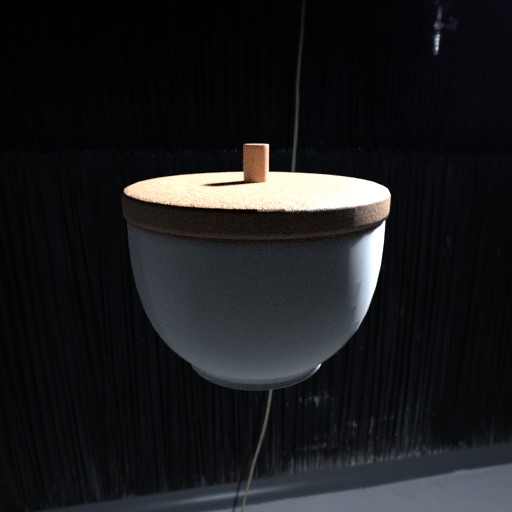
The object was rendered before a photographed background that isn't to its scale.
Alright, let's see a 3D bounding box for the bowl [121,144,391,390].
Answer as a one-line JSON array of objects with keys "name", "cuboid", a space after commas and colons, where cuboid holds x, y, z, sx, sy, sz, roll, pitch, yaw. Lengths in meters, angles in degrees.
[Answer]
[{"name": "bowl", "cuboid": [0.000, 0.000, 0.226, 0.126, 0.110, 0.126, 0, 16, 0]}]
